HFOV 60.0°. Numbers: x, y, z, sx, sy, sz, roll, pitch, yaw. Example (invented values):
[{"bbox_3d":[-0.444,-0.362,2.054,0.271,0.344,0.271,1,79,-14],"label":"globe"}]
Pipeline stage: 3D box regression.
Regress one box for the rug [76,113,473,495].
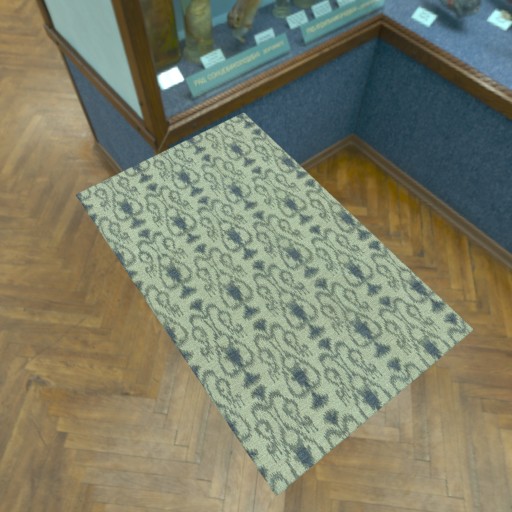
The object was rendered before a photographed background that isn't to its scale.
[{"bbox_3d":[0.000,0.000,2.031,1.035,0.006,1.652,-32,63,-18],"label":"rug"}]
